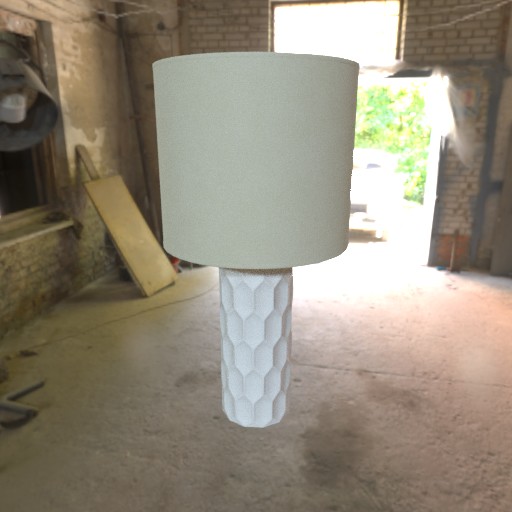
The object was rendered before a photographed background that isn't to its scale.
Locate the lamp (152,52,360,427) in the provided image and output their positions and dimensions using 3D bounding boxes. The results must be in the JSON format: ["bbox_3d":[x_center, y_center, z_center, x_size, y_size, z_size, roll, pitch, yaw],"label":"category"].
[{"bbox_3d":[0.000,0.000,0.681,0.277,0.537,0.277,-8,18,-25],"label":"lamp"}]
